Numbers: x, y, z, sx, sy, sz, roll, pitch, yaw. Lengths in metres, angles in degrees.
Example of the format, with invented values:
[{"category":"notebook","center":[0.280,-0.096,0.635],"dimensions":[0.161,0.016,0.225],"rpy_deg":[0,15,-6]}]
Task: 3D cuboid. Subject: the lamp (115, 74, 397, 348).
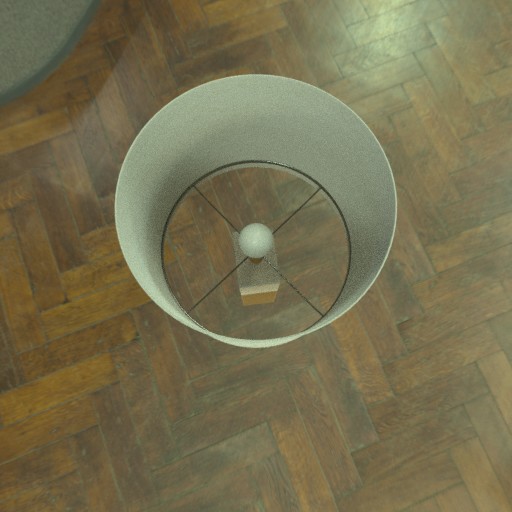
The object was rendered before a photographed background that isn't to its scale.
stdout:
[{"category":"lamp","center":[0.000,0.000,0.562],"dimensions":[0.229,0.417,0.229],"rpy_deg":[-7,77,-2]}]
